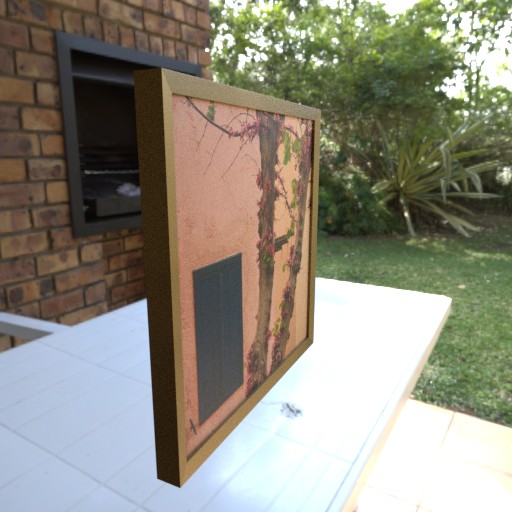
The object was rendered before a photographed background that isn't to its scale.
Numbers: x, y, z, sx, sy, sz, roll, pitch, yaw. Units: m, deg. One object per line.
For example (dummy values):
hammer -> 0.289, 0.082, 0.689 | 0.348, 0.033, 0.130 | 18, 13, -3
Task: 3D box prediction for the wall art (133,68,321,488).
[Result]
wall art -> 0.000, 0.000, 0.745 | 0.038, 0.508, 0.507 | 6, 14, 26
